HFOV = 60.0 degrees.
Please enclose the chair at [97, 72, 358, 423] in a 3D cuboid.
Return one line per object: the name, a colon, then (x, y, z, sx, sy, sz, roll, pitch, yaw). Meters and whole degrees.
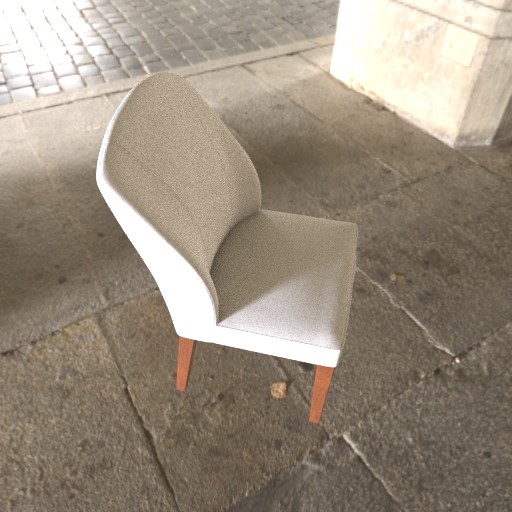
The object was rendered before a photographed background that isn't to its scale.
chair: (0.000, 0.000, 1.211, 0.540, 0.893, 0.472, 10, 46, 10)
